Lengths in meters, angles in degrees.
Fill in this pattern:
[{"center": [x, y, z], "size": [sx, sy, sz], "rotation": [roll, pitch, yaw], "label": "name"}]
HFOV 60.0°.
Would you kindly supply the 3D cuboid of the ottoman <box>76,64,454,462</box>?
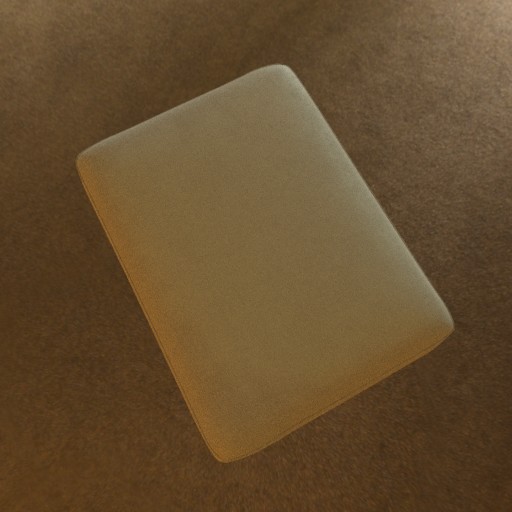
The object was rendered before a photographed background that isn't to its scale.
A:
[{"center": [0.000, 0.000, 1.164], "size": [0.608, 0.449, 0.811], "rotation": [-27, 77, -7], "label": "ottoman"}]
